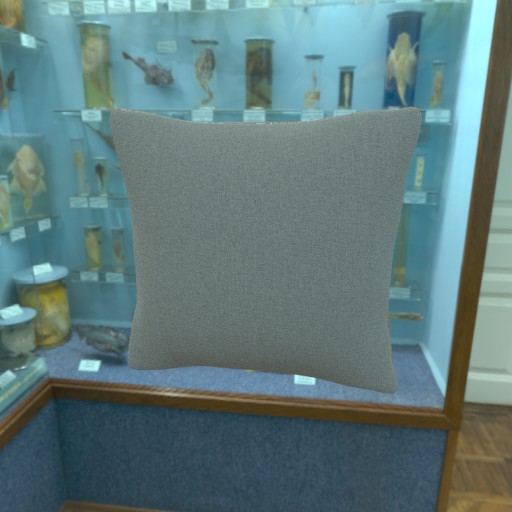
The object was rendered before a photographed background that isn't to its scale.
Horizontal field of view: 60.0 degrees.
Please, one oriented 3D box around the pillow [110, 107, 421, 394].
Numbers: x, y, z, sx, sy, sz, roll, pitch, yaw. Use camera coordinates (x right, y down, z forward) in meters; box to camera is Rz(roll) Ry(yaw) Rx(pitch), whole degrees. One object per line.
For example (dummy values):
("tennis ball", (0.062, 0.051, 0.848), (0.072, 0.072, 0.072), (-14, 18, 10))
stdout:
("pillow", (0.000, 0.000, 0.658), (0.437, 0.419, 0.136), (3, 16, 10))
